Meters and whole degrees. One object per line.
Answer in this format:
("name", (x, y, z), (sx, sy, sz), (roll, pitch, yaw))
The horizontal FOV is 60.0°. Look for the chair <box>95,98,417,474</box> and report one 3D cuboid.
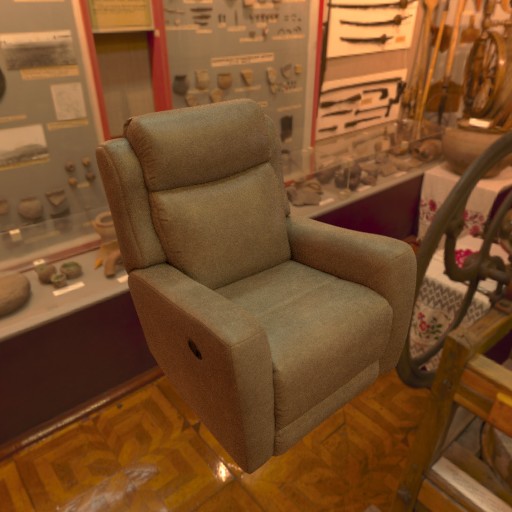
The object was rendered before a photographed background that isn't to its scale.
("chair", (0.000, 0.000, 1.916), (0.965, 1.116, 1.068), (-22, 37, -32))
